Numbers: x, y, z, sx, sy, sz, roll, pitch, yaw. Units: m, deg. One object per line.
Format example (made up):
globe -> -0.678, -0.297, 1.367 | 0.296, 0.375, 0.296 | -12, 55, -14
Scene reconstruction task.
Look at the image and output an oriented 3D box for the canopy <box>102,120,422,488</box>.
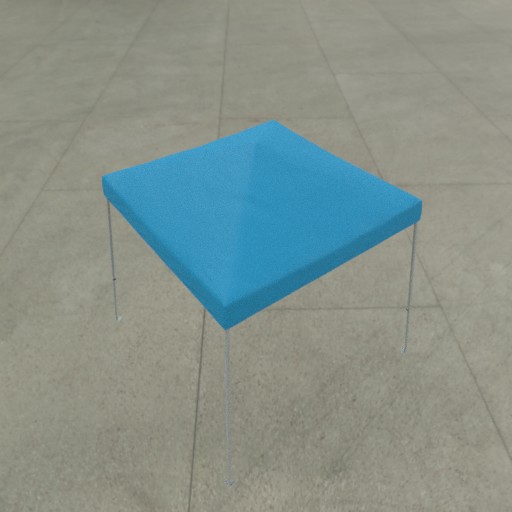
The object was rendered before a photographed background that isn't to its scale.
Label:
canopy -> 0.000, 0.000, 5.125 | 2.849, 2.850, 2.850 | -26, 47, -27
